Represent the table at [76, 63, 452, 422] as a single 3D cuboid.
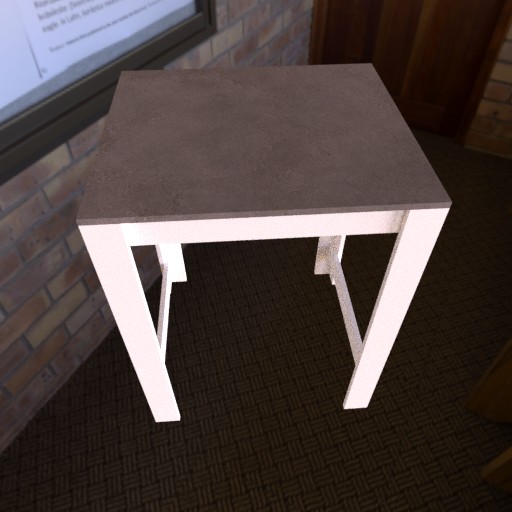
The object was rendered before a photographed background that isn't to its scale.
[{"bbox_3d":[0.000,0.000,1.549,0.800,1.020,0.700,-3,47,-3],"label":"table"}]
